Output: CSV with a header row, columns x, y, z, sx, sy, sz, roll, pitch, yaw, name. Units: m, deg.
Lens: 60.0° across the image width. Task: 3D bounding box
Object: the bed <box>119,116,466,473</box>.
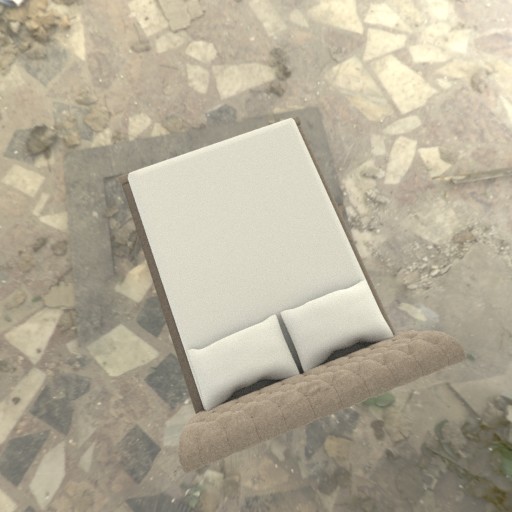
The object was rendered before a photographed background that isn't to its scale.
x,y,z,sx,sy,sz,roll,pitch,yaw,name
0.000,0.000,3.265,1.645,1.371,2.252,-20,76,-5,bed
